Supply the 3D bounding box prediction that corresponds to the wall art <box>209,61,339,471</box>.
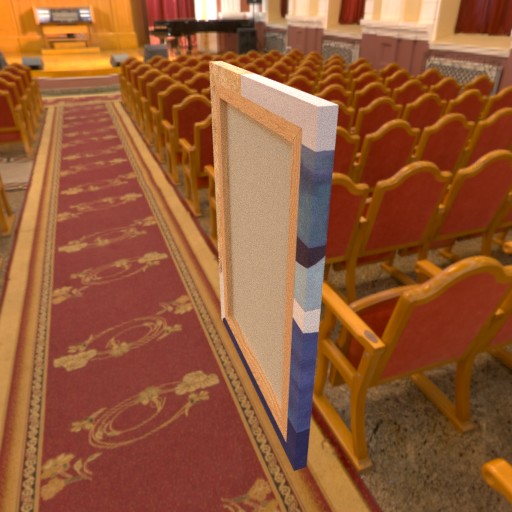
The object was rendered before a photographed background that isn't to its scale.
[{"bbox_3d":[0.000,0.000,0.813,0.026,0.613,0.458,-10,31,-17],"label":"wall art"}]
